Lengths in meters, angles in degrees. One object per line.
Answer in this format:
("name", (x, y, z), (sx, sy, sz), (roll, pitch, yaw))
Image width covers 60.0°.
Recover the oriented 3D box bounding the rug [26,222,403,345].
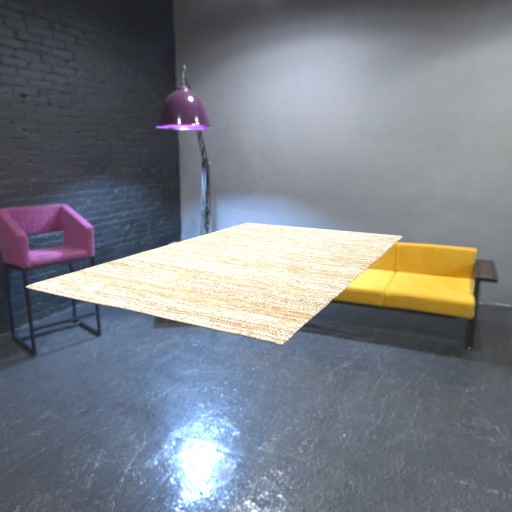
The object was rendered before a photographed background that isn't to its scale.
("rug", (0.000, 0.000, 3.059), (1.529, 0.009, 2.446), (7, 15, 27))
